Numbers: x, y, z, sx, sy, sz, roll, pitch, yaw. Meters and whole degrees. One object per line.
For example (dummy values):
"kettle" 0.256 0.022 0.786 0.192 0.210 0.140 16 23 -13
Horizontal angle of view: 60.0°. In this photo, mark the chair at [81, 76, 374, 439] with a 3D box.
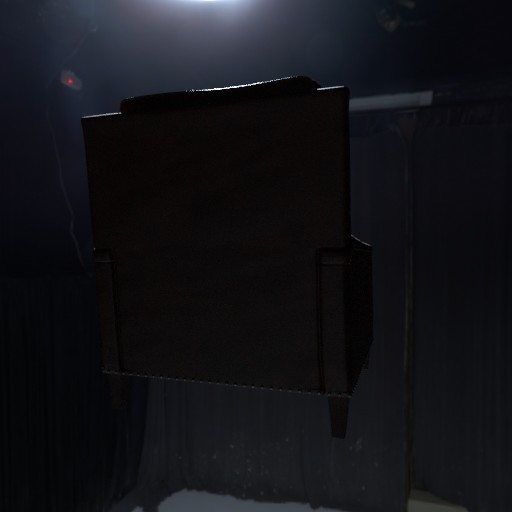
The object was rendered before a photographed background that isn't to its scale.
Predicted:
"chair" 0.000 0.000 1.770 0.854 1.054 1.035 0 0 19
